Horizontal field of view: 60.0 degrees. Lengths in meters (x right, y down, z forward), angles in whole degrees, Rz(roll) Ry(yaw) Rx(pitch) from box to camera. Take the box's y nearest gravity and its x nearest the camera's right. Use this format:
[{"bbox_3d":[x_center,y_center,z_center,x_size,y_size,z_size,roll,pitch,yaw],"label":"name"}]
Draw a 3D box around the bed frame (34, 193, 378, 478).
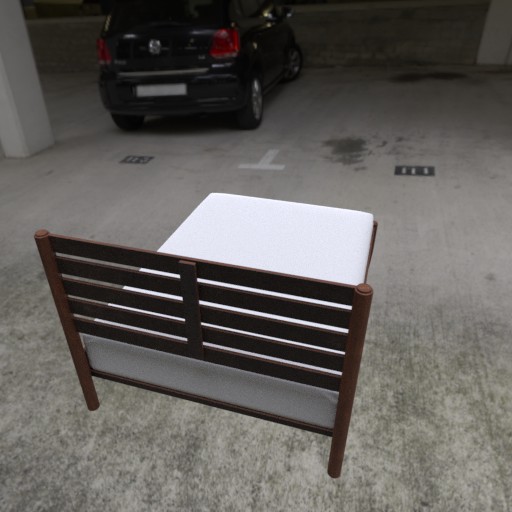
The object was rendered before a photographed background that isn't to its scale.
[{"bbox_3d":[0.000,0.000,3.238,1.655,1.321,2.234,9,34,14],"label":"bed frame"}]
